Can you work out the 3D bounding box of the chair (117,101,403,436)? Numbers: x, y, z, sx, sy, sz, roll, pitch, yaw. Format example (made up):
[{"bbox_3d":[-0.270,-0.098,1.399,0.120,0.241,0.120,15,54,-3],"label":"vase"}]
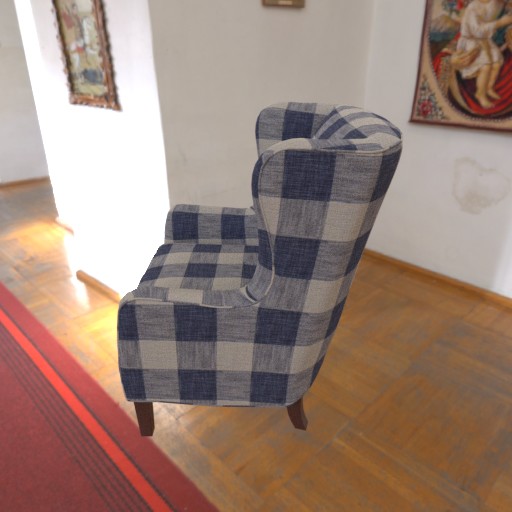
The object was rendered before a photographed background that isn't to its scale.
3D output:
[{"bbox_3d":[0.000,0.000,1.679,0.889,1.041,0.830,0,26,1],"label":"chair"}]
